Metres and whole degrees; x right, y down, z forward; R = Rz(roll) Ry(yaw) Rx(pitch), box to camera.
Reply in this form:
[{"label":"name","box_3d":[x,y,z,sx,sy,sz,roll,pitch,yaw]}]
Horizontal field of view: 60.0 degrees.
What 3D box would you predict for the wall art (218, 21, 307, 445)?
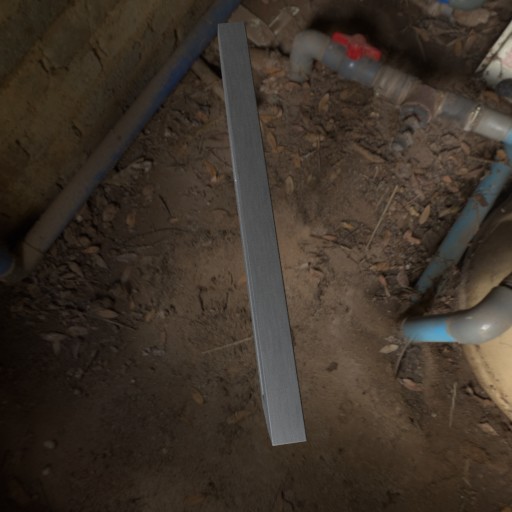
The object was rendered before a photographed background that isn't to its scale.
[{"label":"wall art","box_3d":[0.000,0.000,0.537,0.028,0.330,0.380,-7,75,-2]}]
